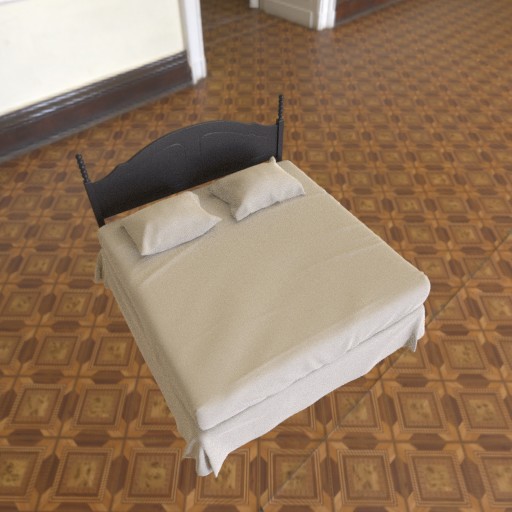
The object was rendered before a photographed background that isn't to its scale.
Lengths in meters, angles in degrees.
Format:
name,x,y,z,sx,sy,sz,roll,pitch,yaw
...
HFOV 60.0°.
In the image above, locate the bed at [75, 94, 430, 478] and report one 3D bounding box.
name,x,y,z,sx,sy,sz,roll,pitch,yaw
bed,0.000,0.000,3.562,2.322,1.355,2.219,-24,51,-21
